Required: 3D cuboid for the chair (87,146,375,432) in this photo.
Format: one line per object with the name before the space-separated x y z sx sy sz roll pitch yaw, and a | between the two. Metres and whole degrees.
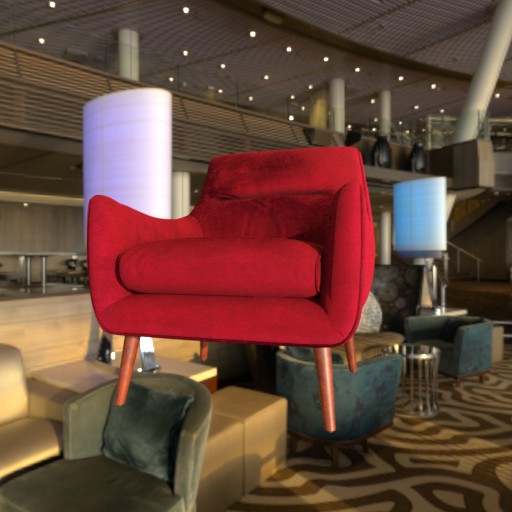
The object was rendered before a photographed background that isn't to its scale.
chair | 0.000 0.000 1.463 0.762 0.838 0.787 0 0 18
